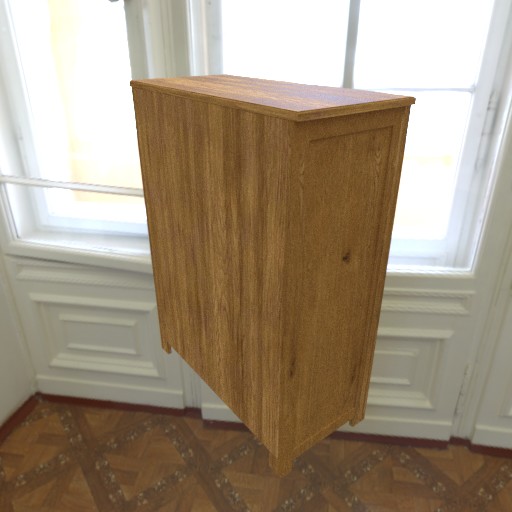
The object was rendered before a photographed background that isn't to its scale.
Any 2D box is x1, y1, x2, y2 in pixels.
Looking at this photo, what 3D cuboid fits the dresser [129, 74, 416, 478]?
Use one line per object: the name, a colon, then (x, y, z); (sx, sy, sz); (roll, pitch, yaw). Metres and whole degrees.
dresser: (0.000, 0.000, 1.995); (0.558, 1.431, 1.081); (-19, 32, -33)
